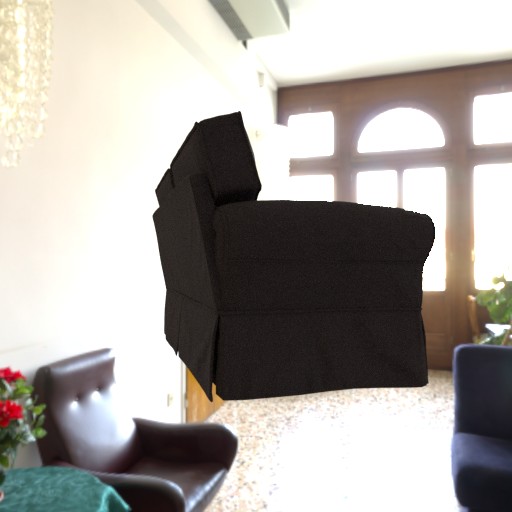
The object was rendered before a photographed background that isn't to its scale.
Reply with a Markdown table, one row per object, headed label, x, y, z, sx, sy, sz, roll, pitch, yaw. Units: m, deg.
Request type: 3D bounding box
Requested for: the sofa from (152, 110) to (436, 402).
| label | x | y | z | sx | sy | sz | roll | pitch | yaw |
| --- | --- | --- | --- | --- | --- | --- | --- | --- | --- |
| sofa | 0.000 | 0.000 | 2.422 | 0.997 | 1.059 | 1.801 | 0 | 0 | -18 |
